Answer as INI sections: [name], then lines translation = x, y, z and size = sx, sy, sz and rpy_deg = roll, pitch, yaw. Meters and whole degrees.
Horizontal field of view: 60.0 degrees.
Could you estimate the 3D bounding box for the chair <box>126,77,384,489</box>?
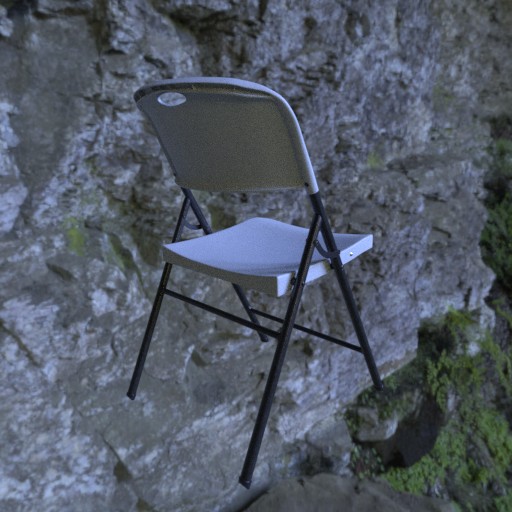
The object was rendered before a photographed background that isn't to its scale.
[chair]
translation = 0.000, 0.000, 1.160
size = 0.566, 0.810, 0.494
rpy_deg = -13, 19, -43
